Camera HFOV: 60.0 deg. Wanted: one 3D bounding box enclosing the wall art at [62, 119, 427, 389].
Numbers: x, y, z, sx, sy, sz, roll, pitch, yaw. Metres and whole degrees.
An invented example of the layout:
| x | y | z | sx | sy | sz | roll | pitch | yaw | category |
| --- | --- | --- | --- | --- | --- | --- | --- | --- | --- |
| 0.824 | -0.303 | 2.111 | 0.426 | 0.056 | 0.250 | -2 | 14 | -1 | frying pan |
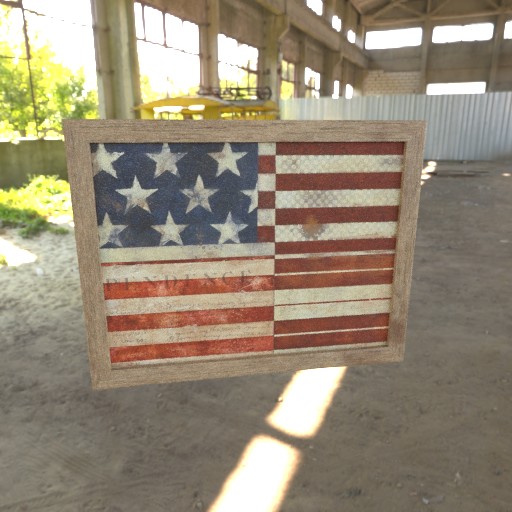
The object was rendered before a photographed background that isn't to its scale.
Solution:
| x | y | z | sx | sy | sz | roll | pitch | yaw | category |
| --- | --- | --- | --- | --- | --- | --- | --- | --- | --- |
| 0.000 | 0.000 | 0.911 | 0.690 | 0.535 | 0.026 | -3 | 16 | -9 | wall art |
